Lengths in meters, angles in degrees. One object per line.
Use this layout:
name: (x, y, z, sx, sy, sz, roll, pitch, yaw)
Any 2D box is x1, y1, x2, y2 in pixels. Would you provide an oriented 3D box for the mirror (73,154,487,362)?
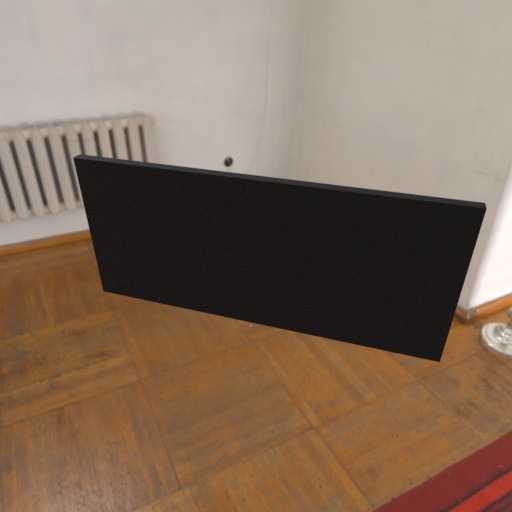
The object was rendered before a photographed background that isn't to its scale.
mirror: (0.000, 0.000, 1.840, 1.584, 0.692, 0.047, 10, 33, 15)
